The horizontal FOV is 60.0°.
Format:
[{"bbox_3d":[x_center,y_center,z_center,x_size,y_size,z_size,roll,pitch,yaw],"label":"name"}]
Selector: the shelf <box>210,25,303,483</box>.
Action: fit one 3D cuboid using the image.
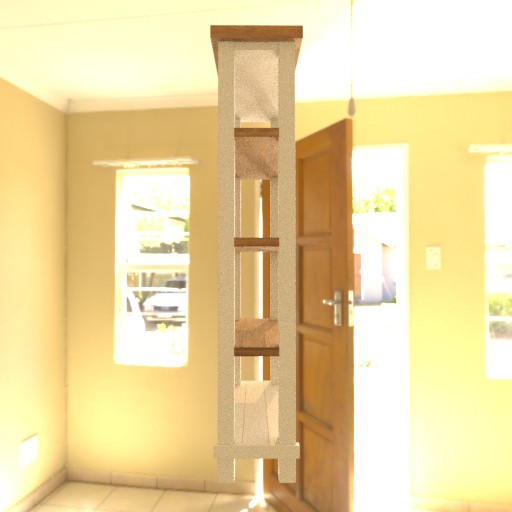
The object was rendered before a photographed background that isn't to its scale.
[{"bbox_3d":[0.000,0.000,2.313,0.381,1.878,1.022,0,-1,0],"label":"shelf"}]
